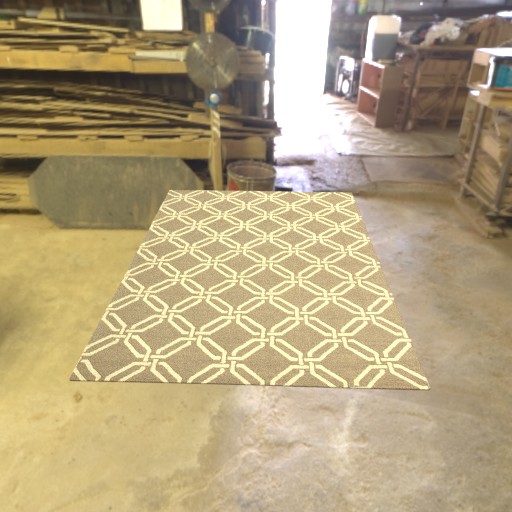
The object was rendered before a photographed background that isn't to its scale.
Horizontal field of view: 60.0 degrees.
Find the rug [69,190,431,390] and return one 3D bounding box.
[{"bbox_3d":[0.000,0.000,4.447,2.441,0.020,3.419,1,30,2],"label":"rug"}]
